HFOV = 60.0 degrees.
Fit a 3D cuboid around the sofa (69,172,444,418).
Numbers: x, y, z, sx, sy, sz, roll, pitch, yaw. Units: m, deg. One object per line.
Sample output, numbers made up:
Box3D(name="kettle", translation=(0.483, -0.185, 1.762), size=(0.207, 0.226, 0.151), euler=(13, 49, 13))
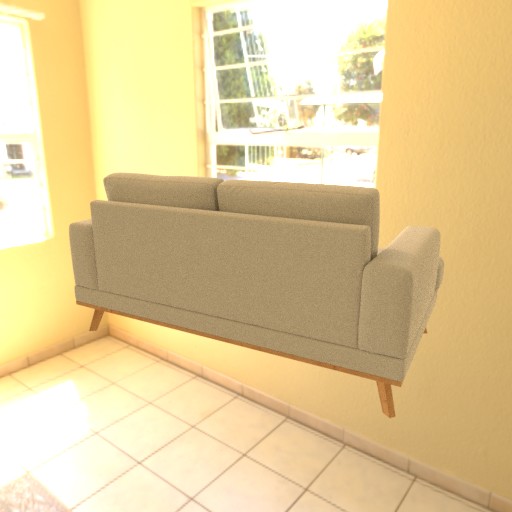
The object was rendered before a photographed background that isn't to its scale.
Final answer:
Box3D(name="sofa", translation=(0.000, 0.000, 2.184), size=(1.651, 0.810, 0.915), euler=(8, 18, 27))
